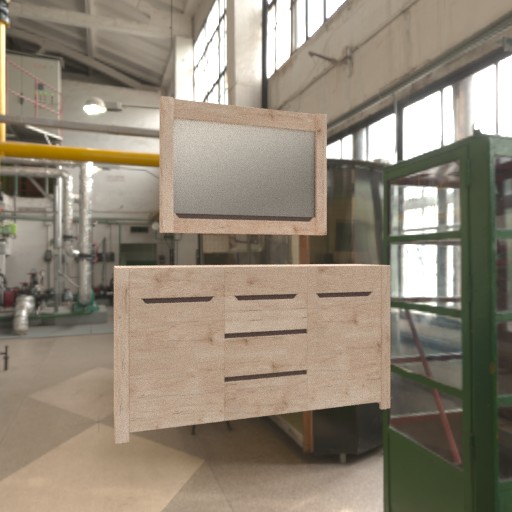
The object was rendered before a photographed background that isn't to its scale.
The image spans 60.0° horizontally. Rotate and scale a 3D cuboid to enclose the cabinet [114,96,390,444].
[{"bbox_3d":[0.000,0.000,2.792,1.700,1.981,0.420,0,0,-19],"label":"cabinet"}]
